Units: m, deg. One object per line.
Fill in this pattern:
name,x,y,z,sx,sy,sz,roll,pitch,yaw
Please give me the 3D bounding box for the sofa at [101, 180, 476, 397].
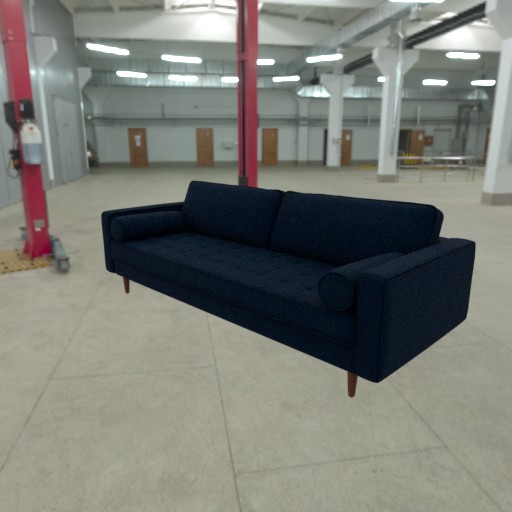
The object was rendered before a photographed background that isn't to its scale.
sofa,0.000,0.000,2.684,2.210,0.762,0.914,14,20,43
